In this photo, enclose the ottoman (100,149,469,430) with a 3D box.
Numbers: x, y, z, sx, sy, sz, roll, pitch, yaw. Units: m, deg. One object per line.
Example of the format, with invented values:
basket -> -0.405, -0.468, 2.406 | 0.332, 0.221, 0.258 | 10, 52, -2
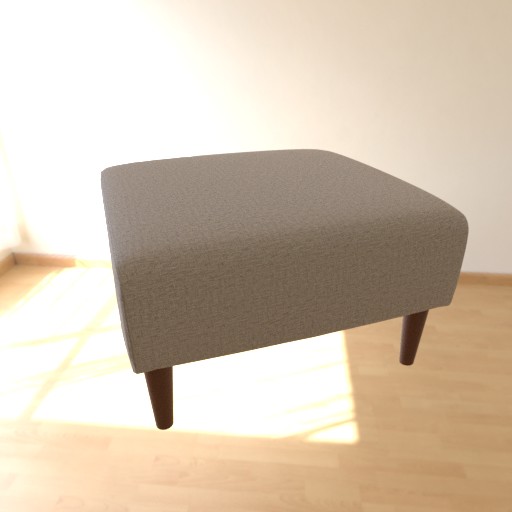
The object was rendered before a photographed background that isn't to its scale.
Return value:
ottoman -> 0.000, 0.000, 1.063 | 0.655, 0.399, 0.648 | -9, 27, -18
